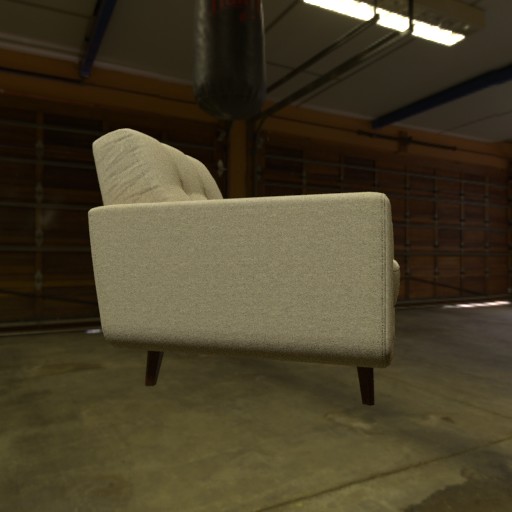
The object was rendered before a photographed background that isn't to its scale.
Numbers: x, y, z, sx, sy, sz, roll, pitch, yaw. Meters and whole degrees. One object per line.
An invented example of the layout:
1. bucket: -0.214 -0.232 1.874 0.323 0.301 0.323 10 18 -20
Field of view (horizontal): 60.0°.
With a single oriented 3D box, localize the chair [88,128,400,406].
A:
1. chair: 0.000 0.000 1.827 1.128 0.965 0.897 0 0 17
